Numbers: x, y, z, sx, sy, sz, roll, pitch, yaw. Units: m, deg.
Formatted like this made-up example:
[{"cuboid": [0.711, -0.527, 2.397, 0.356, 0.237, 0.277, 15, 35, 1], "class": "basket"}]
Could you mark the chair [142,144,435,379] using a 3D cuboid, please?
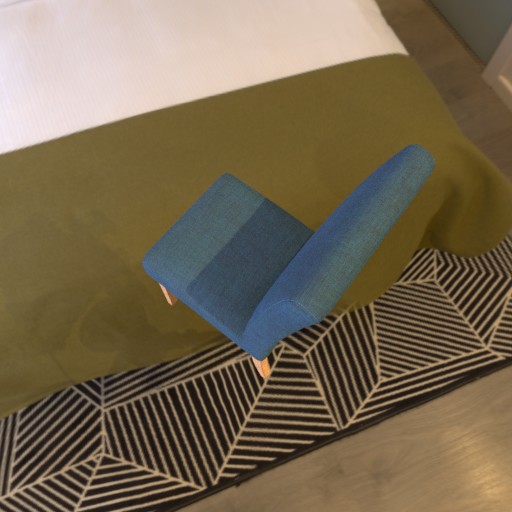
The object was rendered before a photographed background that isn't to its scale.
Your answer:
[{"cuboid": [0.000, 0.000, 1.356, 0.610, 1.029, 0.450, 35, 70, 15], "class": "chair"}]
